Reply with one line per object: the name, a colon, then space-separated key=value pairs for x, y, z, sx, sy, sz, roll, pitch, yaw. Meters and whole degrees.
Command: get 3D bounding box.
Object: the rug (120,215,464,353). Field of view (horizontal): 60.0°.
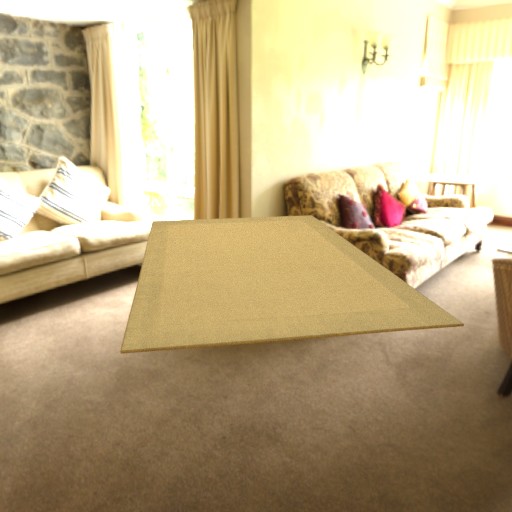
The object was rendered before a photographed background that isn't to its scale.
rug: x=0.000 y=0.000 z=3.055 sx=1.524 sy=0.014 sz=2.438 roll=-3 pitch=17 yaw=-9
